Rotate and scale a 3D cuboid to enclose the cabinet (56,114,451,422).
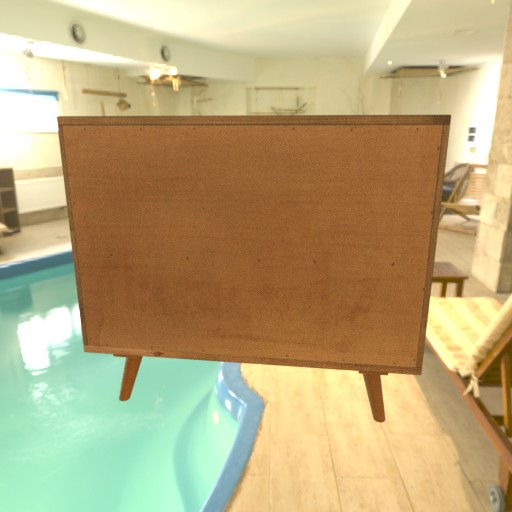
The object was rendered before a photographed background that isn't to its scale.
[{"bbox_3d":[0.000,0.000,1.508,1.023,0.897,0.529,2,16,7],"label":"cabinet"}]
